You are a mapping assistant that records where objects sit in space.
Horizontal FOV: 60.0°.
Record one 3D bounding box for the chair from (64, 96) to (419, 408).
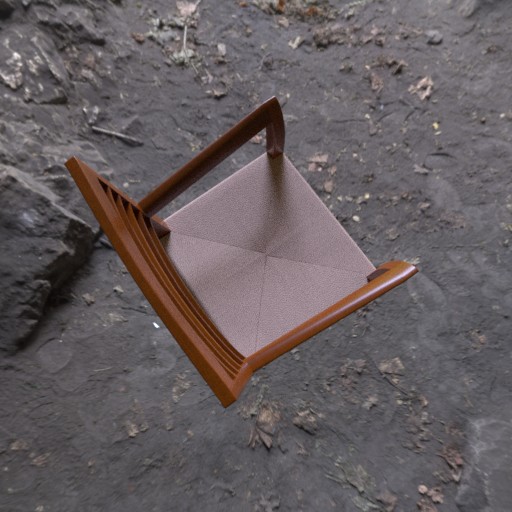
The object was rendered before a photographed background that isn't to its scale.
[{"bbox_3d":[0.000,0.000,1.248,0.540,0.855,0.587,-35,78,-8],"label":"chair"}]
